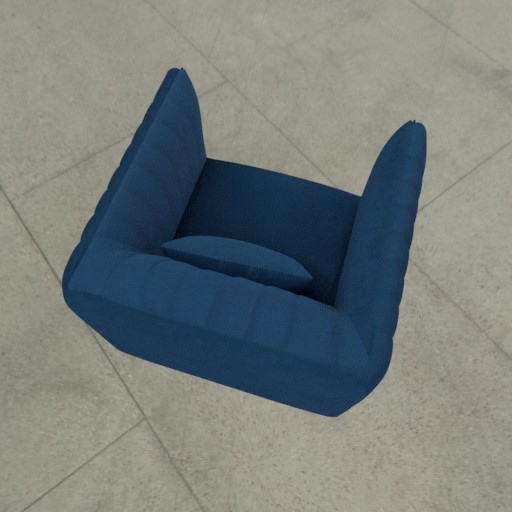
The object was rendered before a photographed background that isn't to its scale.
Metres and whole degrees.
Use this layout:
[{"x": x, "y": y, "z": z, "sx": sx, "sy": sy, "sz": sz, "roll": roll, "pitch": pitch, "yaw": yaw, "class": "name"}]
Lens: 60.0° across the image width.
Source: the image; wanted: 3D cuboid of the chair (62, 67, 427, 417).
[{"x": 0.000, "y": 0.000, "z": 1.602, "sx": 0.947, "sy": 0.793, "sz": 0.877, "roll": 15, "pitch": 66, "yaw": 7, "class": "chair"}]
